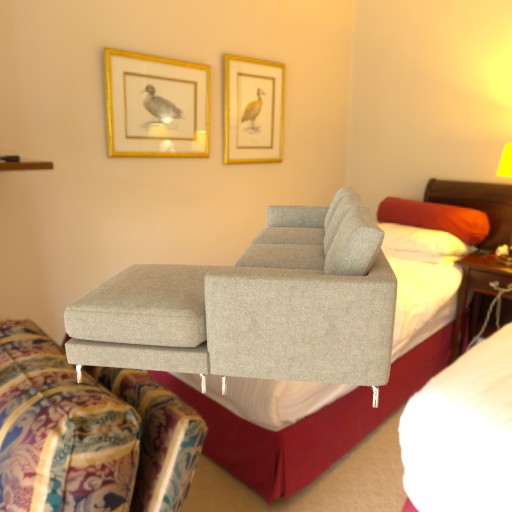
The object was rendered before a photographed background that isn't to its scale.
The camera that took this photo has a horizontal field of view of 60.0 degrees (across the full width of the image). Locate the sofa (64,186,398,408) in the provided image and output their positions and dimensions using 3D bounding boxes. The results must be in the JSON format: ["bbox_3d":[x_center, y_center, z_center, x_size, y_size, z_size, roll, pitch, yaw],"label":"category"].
[{"bbox_3d":[0.000,0.000,3.214,1.626,0.864,2.438,2,14,8],"label":"sofa"}]
